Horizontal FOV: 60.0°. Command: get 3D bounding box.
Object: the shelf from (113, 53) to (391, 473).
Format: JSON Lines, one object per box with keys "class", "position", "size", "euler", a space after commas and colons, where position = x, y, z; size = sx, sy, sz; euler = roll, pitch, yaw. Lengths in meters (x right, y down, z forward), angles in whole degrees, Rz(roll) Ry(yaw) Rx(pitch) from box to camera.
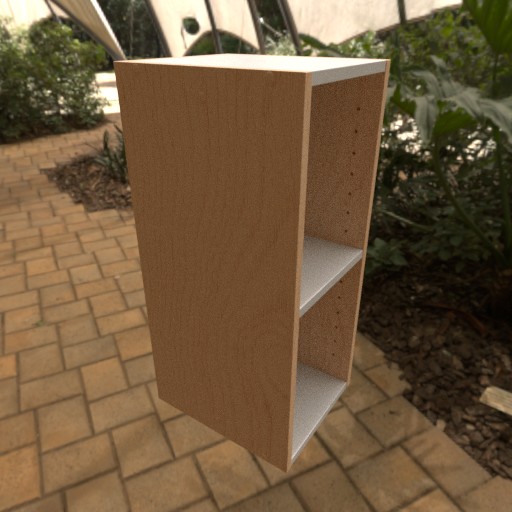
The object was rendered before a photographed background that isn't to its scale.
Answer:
{"class": "shelf", "position": [0.000, 0.000, 0.742], "size": [0.290, 0.600, 0.250], "euler": [17, 32, 30]}
